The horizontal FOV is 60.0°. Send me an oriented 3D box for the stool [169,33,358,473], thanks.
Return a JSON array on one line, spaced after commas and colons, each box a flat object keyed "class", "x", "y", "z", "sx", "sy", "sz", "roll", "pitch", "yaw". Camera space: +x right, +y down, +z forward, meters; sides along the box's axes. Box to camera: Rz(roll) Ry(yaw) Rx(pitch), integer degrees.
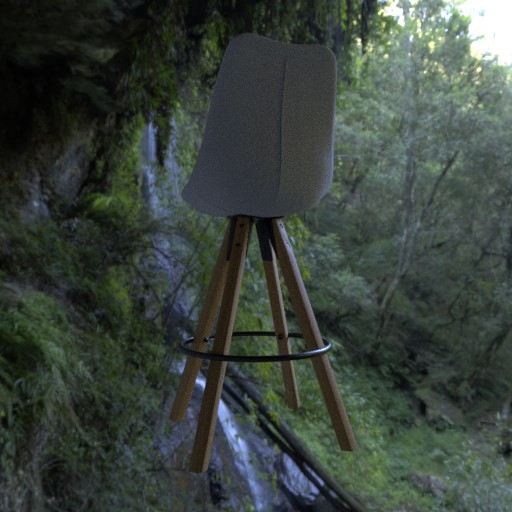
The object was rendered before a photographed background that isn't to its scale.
[{"class": "stool", "x": 0.000, "y": 0.000, "z": 1.391, "sx": 0.484, "sy": 1.115, "sz": 0.550, "roll": 0, "pitch": -2, "yaw": -18}]
